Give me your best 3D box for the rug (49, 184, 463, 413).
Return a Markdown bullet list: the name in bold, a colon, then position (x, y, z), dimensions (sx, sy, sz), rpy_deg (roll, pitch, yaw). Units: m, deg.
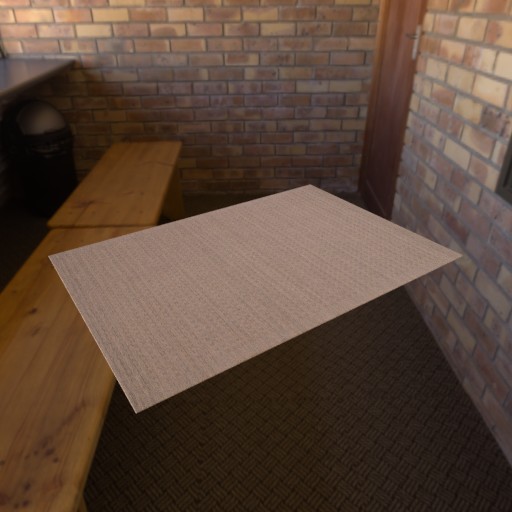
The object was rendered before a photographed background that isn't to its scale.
- **rug**: position (0.000, 0.000, 3.751), dimensions (2.895, 0.006, 1.981), rpy_deg (-19, 36, -29)
